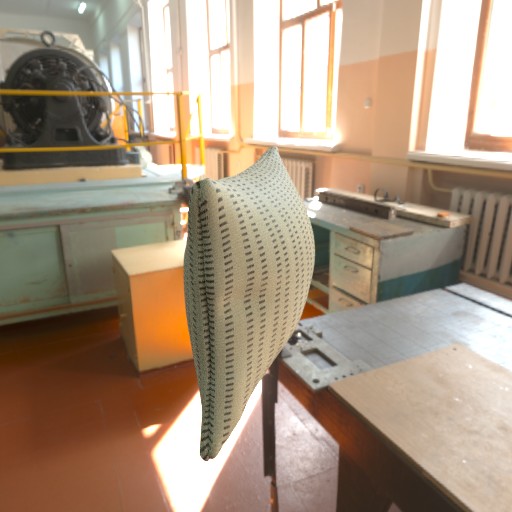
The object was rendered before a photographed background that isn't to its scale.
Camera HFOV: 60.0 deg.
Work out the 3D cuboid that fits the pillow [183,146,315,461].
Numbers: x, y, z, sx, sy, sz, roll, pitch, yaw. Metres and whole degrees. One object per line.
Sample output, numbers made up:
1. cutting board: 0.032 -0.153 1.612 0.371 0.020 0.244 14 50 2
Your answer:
1. pillow: 0.000 0.000 0.801 0.210 0.353 0.640 3 17 9
